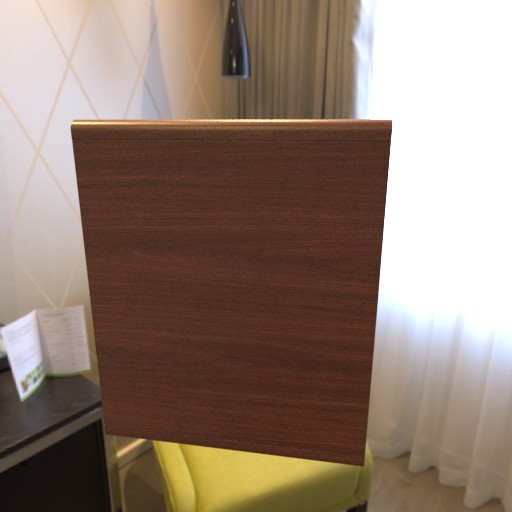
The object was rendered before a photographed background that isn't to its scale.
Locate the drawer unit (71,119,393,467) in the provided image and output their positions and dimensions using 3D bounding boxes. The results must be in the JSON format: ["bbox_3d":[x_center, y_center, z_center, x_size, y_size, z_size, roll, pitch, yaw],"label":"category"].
[{"bbox_3d":[0.000,0.000,0.602,0.290,0.351,0.349,3,17,10],"label":"drawer unit"}]
